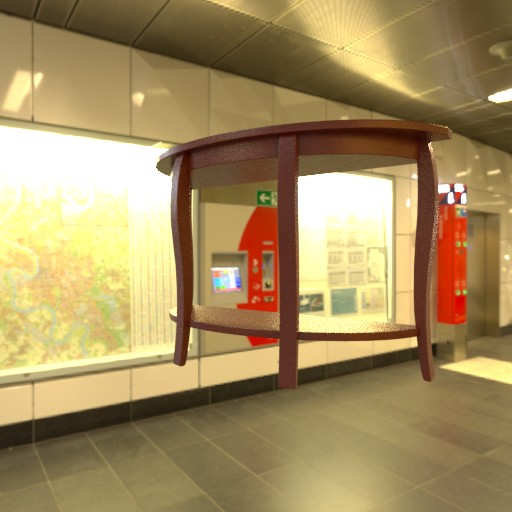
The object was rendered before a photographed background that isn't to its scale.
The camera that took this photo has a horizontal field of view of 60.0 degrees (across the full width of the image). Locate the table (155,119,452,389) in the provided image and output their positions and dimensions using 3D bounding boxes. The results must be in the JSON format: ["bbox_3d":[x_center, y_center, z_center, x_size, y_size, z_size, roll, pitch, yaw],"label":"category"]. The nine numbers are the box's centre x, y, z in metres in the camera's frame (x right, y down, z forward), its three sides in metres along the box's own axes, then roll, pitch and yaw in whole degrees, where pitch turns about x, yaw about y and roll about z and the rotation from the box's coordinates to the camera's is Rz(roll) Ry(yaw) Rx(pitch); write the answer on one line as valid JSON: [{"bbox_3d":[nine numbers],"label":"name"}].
[{"bbox_3d":[0.000,0.000,1.579,1.219,0.779,0.405,0,0,36],"label":"table"}]
